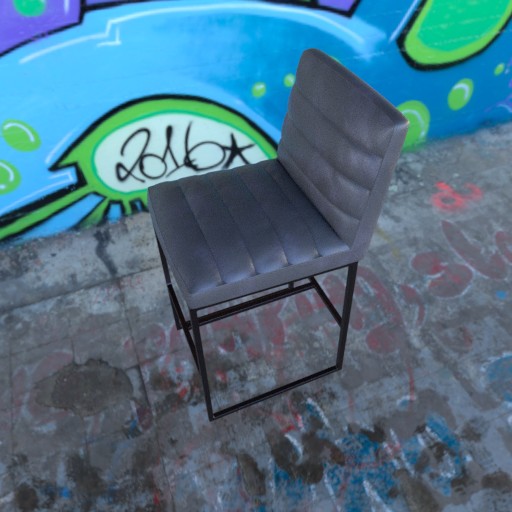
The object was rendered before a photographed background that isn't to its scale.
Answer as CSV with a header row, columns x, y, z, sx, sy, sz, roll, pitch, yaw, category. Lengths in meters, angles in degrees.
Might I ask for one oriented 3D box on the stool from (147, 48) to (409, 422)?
x,y,z,sx,sy,sz,roll,pitch,yaw,category
0.000,0.000,1.396,0.562,1.065,0.463,-17,49,-16,stool
